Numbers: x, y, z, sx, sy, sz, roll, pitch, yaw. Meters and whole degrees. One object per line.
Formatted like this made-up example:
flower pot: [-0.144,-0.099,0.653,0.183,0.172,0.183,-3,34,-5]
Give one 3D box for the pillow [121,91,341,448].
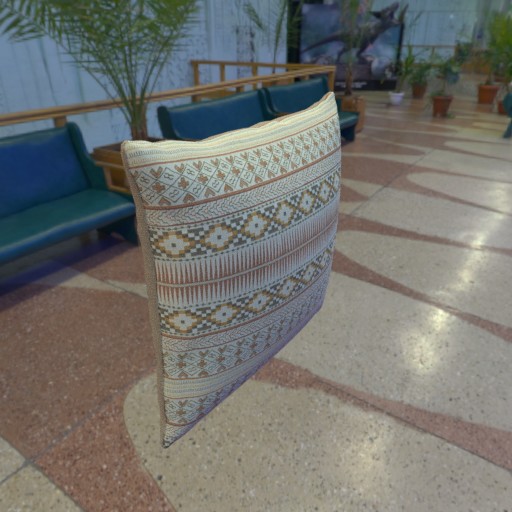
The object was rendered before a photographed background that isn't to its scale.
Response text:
pillow: [0.000,0.000,0.809,0.215,0.519,0.521,19,33,32]
